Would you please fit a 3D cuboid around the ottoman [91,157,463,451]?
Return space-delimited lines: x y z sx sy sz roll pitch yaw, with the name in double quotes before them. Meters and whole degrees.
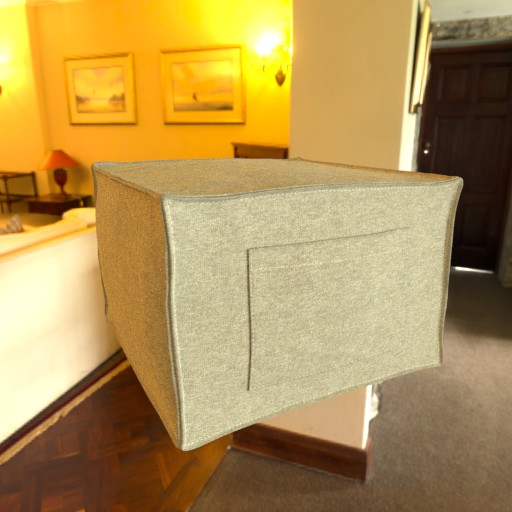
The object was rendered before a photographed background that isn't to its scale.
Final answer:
"ottoman" 0.000 0.000 1.135 0.707 0.470 0.696 -8 18 -27
